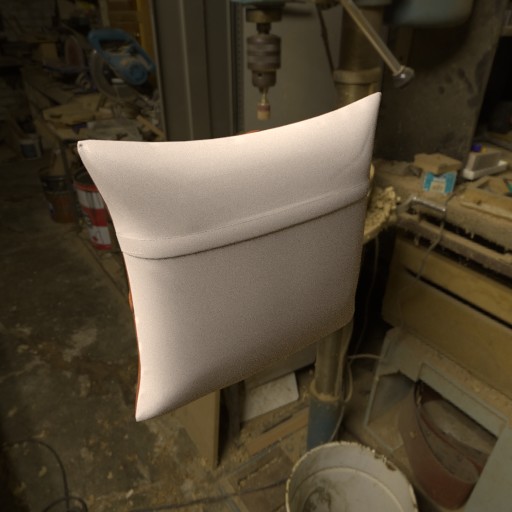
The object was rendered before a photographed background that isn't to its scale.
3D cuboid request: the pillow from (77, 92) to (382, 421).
[{"bbox_3d":[0.000,0.000,0.746,0.501,0.477,0.192,-19,36,-29],"label":"pillow"}]
